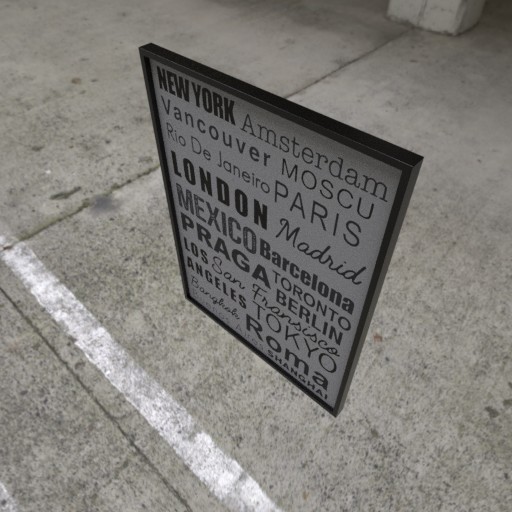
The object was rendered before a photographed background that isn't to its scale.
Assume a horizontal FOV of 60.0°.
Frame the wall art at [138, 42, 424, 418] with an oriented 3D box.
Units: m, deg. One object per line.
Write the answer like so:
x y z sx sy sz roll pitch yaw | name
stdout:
0.000 0.000 1.356 0.788 1.046 0.043 33 55 28 | wall art
